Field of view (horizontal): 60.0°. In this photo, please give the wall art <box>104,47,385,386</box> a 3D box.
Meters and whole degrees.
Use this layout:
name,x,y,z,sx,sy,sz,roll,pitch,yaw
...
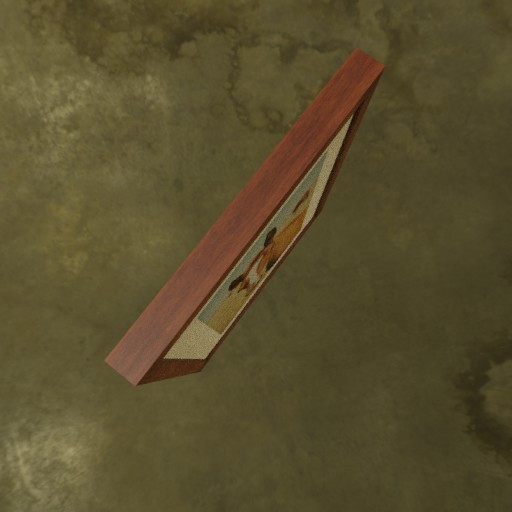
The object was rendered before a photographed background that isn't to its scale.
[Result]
name,x,y,z,sx,sy,sz,roll,pitch,yaw
wall art,0.000,0.000,0.537,0.030,0.381,0.330,36,79,8
